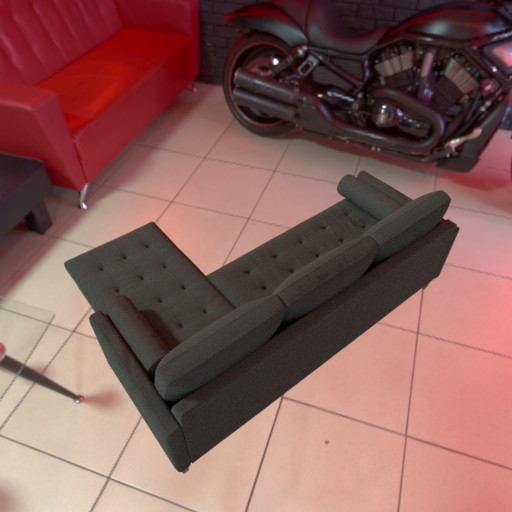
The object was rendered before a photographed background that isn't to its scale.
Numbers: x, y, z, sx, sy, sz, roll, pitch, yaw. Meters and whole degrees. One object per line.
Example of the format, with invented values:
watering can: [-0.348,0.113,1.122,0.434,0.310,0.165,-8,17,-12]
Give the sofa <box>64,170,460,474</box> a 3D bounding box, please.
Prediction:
sofa: [0.000,0.000,2.897,2.178,0.876,1.506,-30,52,-26]
